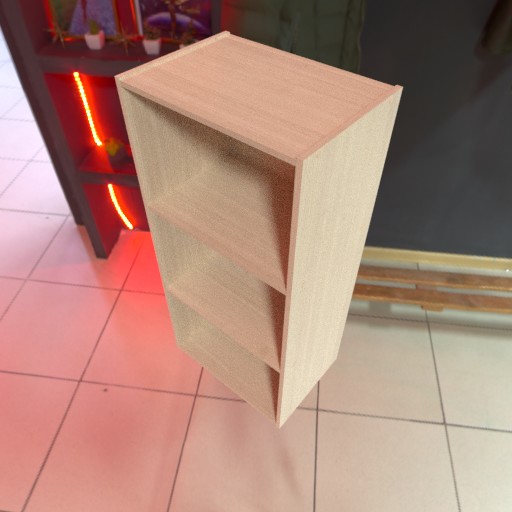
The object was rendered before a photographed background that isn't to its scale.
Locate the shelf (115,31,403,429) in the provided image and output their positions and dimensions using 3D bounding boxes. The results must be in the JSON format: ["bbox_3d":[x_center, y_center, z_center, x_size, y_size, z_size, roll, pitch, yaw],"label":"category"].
[{"bbox_3d":[0.000,0.000,1.090,0.417,0.876,0.292,31,53,27],"label":"shelf"}]
